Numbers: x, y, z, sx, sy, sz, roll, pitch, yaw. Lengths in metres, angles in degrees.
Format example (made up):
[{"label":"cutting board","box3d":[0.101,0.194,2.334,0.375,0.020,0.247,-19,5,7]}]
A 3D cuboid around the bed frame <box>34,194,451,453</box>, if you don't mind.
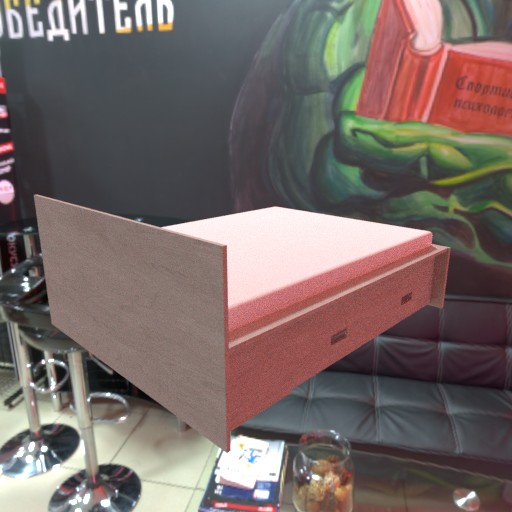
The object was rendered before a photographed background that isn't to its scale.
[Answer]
[{"label":"bed frame","box3d":[0.000,0.000,2.760,1.622,0.800,1.960,15,22,42]}]
